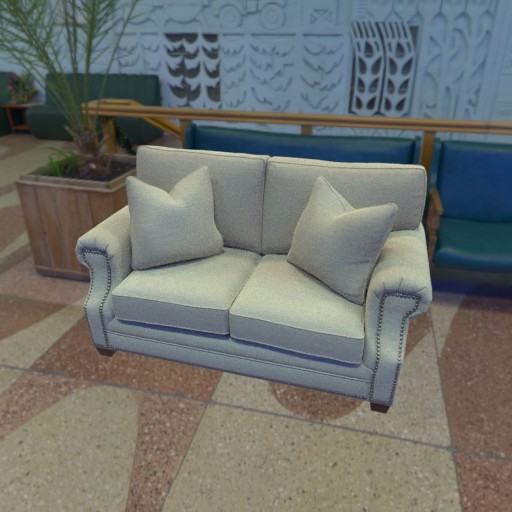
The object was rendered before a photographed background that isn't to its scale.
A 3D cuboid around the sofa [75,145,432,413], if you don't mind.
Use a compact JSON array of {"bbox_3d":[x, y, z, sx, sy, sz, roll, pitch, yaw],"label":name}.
[{"bbox_3d":[0.000,0.000,2.353,1.701,0.966,0.966,7,28,14],"label":"sofa"}]
